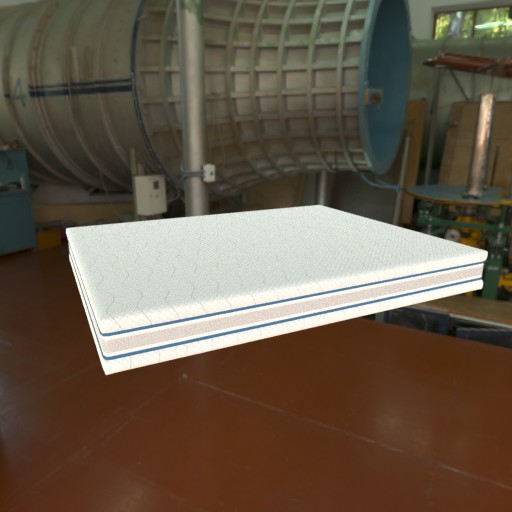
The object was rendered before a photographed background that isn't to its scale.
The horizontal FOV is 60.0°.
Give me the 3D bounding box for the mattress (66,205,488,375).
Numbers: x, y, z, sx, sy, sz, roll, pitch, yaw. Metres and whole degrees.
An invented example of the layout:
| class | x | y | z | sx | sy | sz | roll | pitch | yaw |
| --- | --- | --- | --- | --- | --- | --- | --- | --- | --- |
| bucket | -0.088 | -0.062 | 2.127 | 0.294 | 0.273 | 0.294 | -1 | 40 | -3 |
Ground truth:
| class | x | y | z | sx | sy | sz | roll | pitch | yaw |
| --- | --- | --- | --- | --- | --- | --- | --- | --- | --- |
| mattress | 0.000 | 0.000 | 2.674 | 2.000 | 0.230 | 1.600 | -8 | 18 | -25 |
